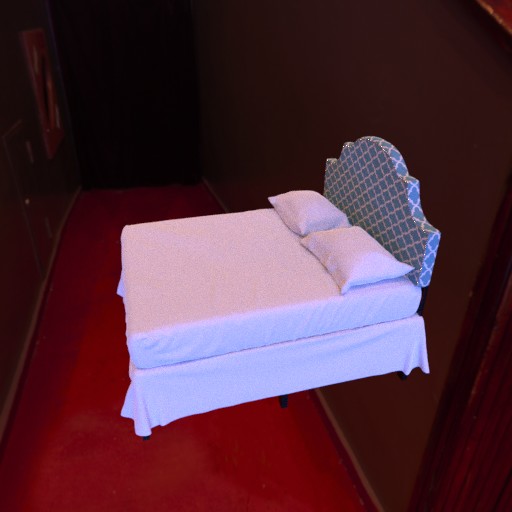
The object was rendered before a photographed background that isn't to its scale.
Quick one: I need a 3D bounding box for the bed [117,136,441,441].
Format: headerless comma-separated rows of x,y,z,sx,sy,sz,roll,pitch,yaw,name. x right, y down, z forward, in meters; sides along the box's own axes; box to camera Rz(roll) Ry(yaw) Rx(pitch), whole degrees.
0.000,0.000,3.388,2.222,1.633,1.780,-8,31,-14,bed
